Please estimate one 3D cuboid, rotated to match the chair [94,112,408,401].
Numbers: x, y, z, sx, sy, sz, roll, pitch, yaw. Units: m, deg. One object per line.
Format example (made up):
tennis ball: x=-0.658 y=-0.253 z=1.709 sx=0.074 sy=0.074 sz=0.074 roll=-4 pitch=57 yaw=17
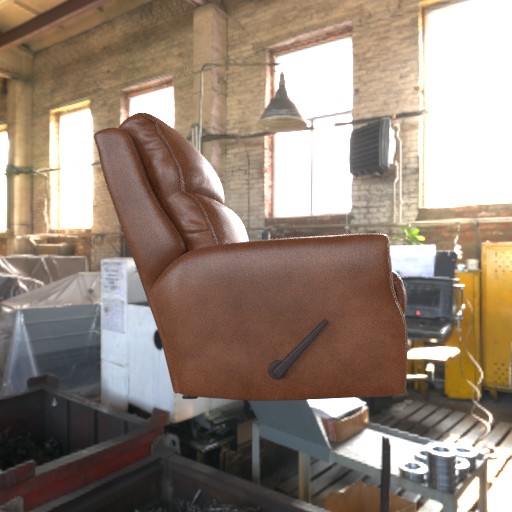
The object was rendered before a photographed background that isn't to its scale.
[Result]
chair: x=0.000 y=0.000 z=1.773 sx=1.072 sy=1.016 sz=0.821 roll=0 pitch=0 yaw=0
